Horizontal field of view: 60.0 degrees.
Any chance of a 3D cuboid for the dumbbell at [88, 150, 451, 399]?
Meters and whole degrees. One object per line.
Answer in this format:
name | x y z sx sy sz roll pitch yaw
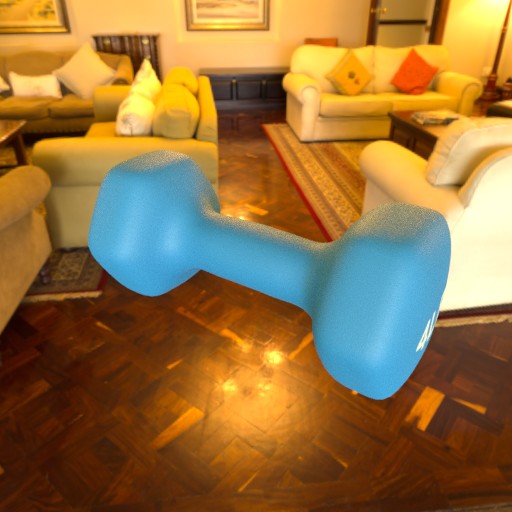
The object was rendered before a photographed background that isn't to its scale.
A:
dumbbell | 0.000 0.000 0.192 0.152 0.066 0.074 19 35 29
